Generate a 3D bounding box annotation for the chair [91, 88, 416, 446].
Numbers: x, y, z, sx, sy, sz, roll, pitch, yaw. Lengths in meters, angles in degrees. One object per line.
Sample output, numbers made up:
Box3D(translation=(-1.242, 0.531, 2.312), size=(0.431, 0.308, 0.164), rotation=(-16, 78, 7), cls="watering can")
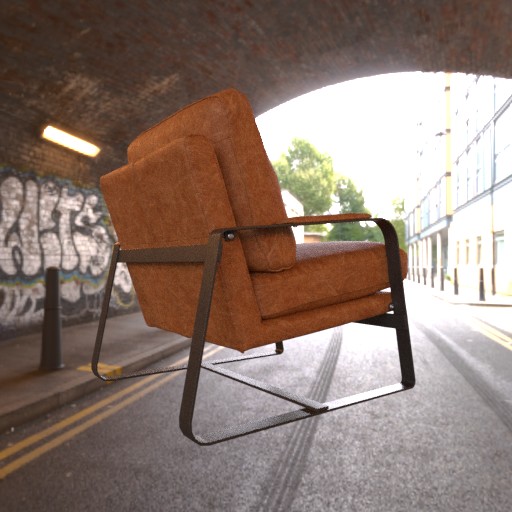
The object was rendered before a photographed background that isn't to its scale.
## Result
Box3D(translation=(0.000, 0.000, 1.366), size=(0.801, 0.777, 0.651), rotation=(1, -1, -36), cls="chair")
